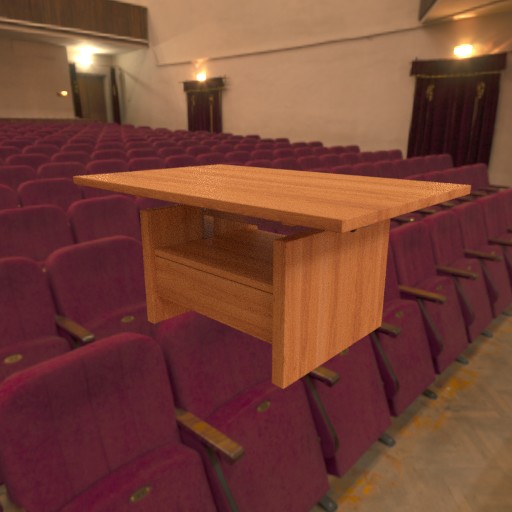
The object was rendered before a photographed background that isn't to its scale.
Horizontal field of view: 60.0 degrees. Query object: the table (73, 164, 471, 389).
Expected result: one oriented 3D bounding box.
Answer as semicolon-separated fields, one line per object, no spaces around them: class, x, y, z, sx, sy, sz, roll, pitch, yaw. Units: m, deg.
table;0.000;0.000;1.507;1.100;0.510;0.700;15;22;41
